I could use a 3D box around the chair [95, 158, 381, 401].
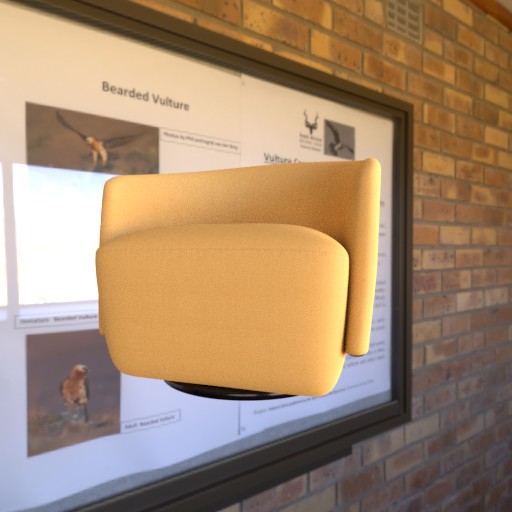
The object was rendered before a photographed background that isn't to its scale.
[{"bbox_3d":[0.000,0.000,1.381,0.773,0.698,0.767,0,1,20],"label":"chair"}]
